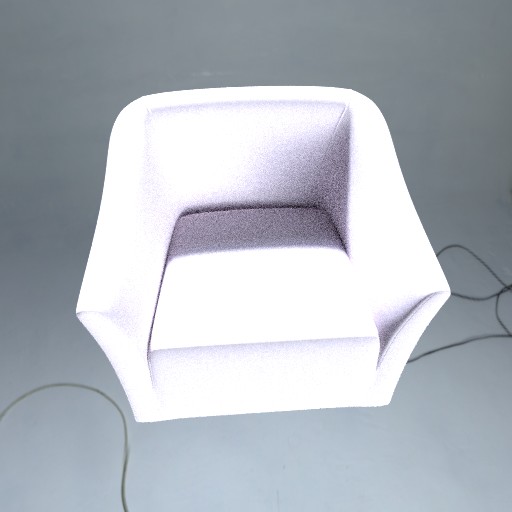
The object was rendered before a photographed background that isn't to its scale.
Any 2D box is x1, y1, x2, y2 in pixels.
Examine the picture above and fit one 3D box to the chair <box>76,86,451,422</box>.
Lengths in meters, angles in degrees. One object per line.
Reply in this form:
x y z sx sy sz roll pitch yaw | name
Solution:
0.000 0.000 1.304 0.790 0.720 0.700 -3 46 -3 | chair
